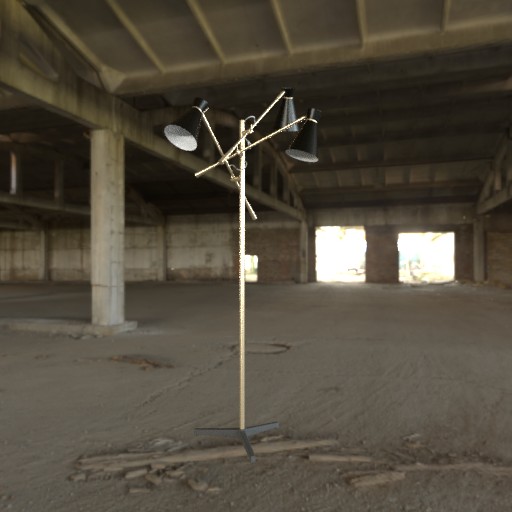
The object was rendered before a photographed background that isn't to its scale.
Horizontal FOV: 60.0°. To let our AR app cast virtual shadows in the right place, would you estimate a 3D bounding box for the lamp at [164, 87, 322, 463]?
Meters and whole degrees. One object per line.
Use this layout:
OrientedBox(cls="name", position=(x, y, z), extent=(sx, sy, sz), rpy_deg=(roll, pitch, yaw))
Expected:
OrientedBox(cls="lamp", position=(0.000, 0.000, 2.143), extent=(0.653, 1.804, 0.750), rpy_deg=(0, -1, 17))
